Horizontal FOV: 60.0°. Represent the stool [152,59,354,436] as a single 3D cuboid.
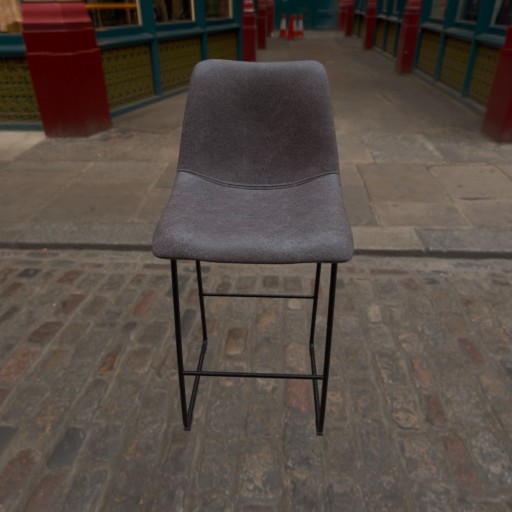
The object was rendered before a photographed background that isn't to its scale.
[{"bbox_3d":[0.000,0.000,1.401,0.514,1.082,0.561,1,31,2],"label":"stool"}]
